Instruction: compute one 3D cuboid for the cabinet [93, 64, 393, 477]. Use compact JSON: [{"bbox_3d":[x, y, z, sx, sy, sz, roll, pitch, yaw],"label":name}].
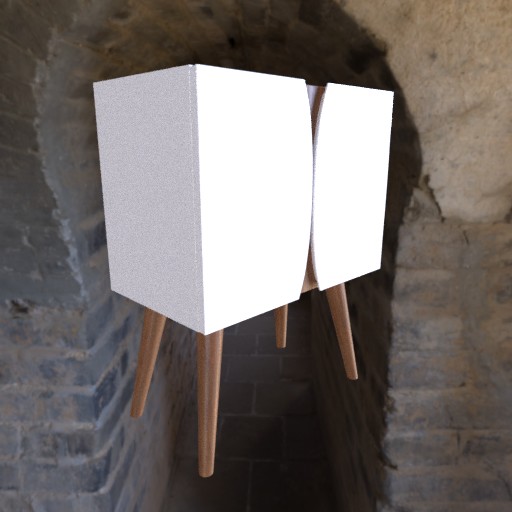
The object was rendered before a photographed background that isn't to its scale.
[{"bbox_3d":[0.000,0.000,1.079,0.591,0.772,0.344,-14,20,-43],"label":"cabinet"}]
